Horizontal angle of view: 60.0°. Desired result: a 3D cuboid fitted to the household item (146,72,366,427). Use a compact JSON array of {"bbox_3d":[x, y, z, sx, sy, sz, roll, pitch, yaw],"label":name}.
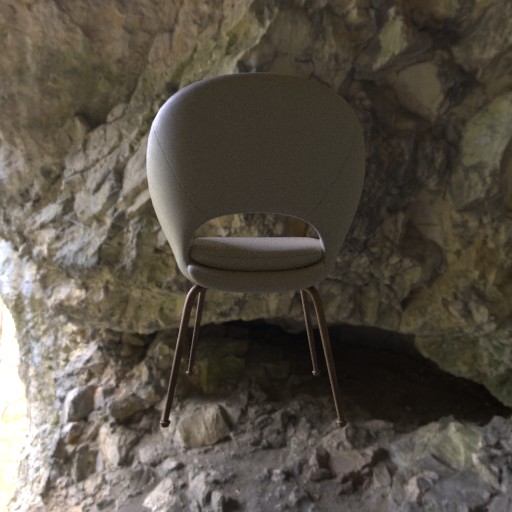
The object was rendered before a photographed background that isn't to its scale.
[{"bbox_3d":[0.000,0.000,1.289,0.623,0.852,0.573,0,1,0],"label":"household item"}]
